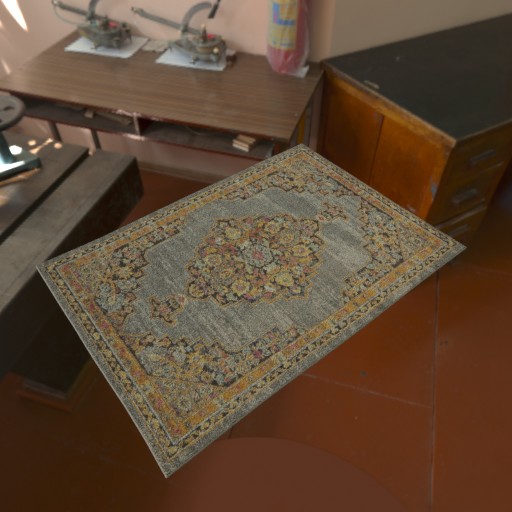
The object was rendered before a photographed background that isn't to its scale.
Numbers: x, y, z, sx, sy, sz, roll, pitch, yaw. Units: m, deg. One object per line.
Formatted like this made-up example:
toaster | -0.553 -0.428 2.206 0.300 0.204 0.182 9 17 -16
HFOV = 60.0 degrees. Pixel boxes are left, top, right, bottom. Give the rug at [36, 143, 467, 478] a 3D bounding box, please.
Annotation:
rug | 0.000 0.000 3.833 3.063 0.024 2.158 -30 53 -26
